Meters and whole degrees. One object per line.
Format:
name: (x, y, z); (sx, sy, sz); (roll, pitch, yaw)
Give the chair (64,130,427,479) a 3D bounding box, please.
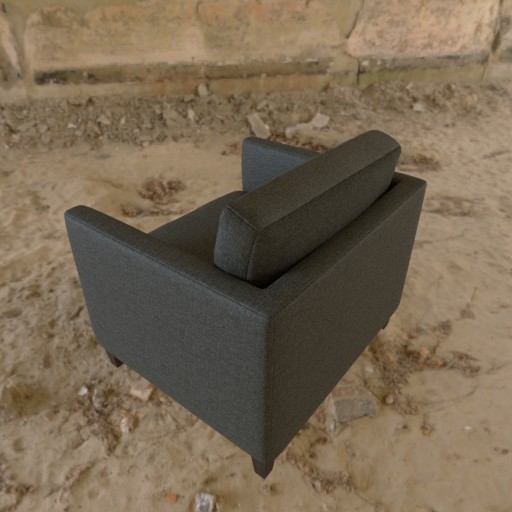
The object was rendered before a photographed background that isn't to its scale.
chair: (0.000, 0.000, 1.819); (0.959, 0.963, 1.107); (23, 40, 31)
